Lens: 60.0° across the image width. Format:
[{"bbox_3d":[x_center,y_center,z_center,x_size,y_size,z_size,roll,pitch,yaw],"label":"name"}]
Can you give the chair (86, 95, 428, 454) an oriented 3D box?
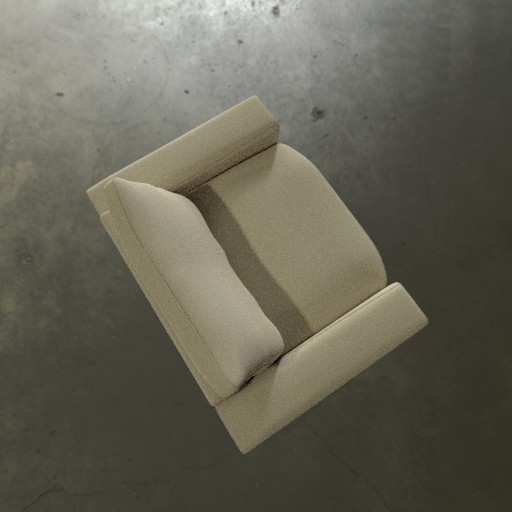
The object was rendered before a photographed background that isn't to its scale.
[{"bbox_3d":[0.000,0.000,2.124,1.039,0.915,1.398,-32,77,-9],"label":"chair"}]
